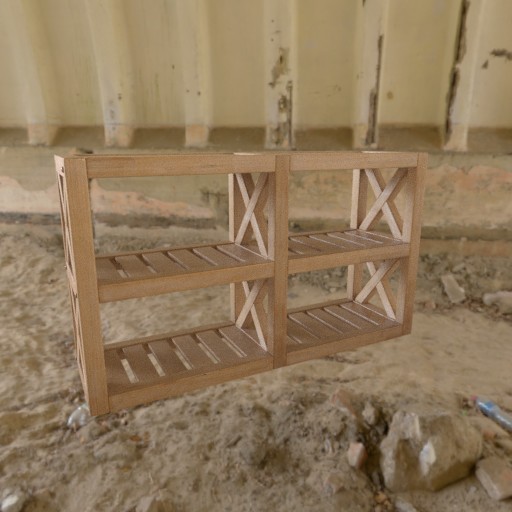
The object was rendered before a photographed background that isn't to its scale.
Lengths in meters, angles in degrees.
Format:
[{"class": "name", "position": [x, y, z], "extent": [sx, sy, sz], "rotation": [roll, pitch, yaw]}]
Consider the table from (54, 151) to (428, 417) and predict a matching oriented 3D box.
[{"class": "table", "position": [0.000, 0.000, 1.687], "extent": [1.320, 0.762, 0.381], "rotation": [-7, 16, -26]}]
